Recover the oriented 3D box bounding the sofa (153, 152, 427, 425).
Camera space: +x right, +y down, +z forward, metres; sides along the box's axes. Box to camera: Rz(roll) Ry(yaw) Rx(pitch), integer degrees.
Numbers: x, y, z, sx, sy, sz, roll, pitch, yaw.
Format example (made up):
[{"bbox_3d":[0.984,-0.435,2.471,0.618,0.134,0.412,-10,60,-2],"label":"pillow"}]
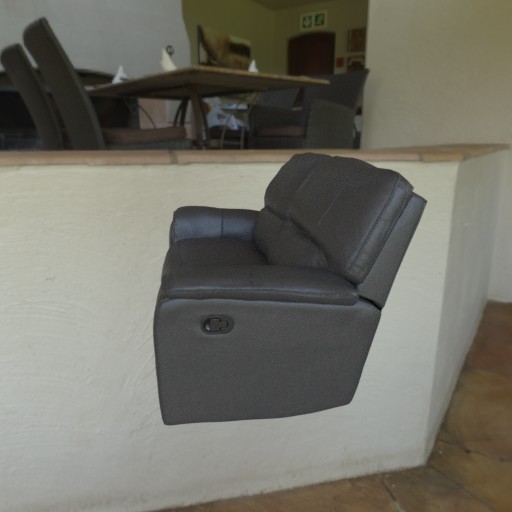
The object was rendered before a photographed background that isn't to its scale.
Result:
[{"bbox_3d":[0.000,0.000,2.496,1.104,1.111,1.765,-2,15,-8],"label":"sofa"}]
